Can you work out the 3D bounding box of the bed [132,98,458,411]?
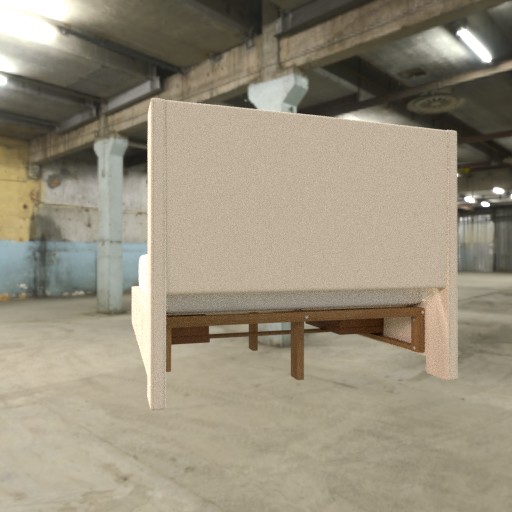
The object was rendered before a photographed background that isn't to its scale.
[{"bbox_3d":[0.000,0.000,3.417,1.765,1.471,2.280,0,0,-18],"label":"bed"}]
